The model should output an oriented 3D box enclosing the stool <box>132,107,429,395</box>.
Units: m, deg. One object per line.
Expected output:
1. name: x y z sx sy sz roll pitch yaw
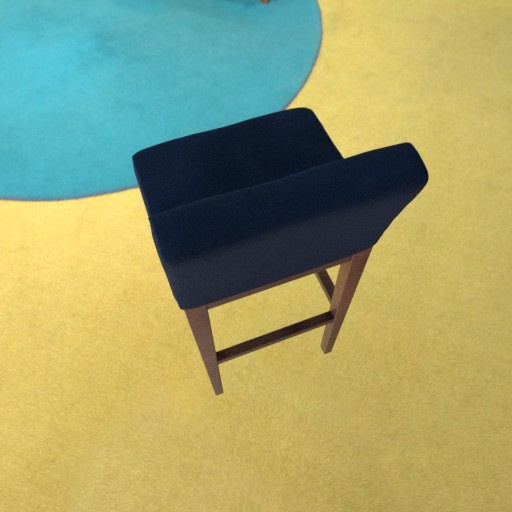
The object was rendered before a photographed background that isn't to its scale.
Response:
1. stool: 0.000 0.000 1.291 0.511 1.037 0.500 -18 60 -11
